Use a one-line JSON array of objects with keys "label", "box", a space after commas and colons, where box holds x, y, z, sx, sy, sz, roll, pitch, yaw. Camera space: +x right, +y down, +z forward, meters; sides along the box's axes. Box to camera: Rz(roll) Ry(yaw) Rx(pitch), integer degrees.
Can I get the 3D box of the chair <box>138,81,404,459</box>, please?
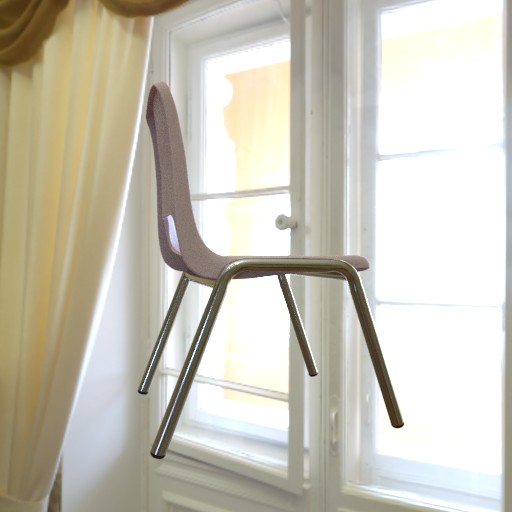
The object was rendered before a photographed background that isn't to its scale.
[{"label": "chair", "box": [0.000, 0.000, 0.852, 0.423, 0.586, 0.354, 0, 0, -18]}]
